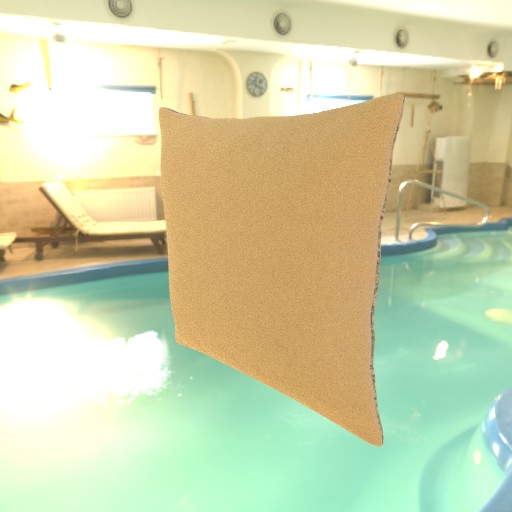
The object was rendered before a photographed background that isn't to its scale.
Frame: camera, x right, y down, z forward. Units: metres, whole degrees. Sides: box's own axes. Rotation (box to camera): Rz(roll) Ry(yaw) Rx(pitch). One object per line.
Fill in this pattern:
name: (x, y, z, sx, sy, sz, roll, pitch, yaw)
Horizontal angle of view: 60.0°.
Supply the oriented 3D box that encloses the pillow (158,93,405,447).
pillow: (0.000, 0.000, 0.774, 0.523, 0.510, 0.166, 15, 21, 42)
